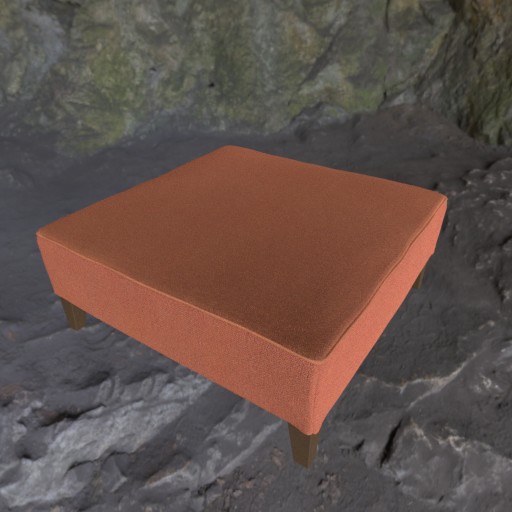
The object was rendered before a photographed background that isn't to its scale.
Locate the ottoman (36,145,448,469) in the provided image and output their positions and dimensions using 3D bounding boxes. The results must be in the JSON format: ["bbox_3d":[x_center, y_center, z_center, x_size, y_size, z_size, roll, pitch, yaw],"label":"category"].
[{"bbox_3d":[0.000,0.000,1.543,0.997,0.438,0.999,20,38,28],"label":"ottoman"}]
